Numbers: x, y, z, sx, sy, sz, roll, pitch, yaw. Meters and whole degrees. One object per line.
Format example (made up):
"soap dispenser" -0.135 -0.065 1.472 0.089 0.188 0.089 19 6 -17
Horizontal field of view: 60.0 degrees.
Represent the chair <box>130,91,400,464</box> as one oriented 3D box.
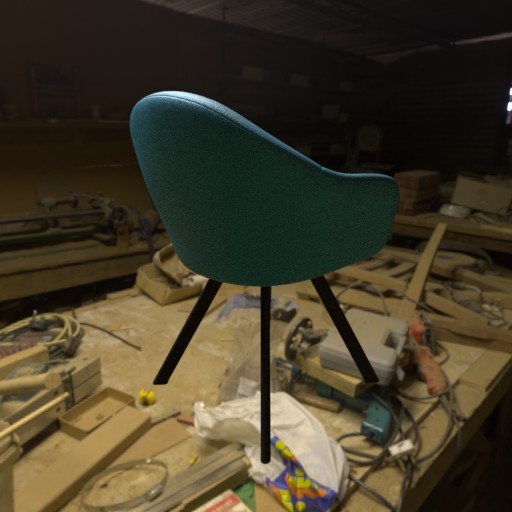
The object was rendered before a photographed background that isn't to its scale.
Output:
"chair" 0.000 0.000 1.155 0.570 0.780 0.540 -15 22 -43
